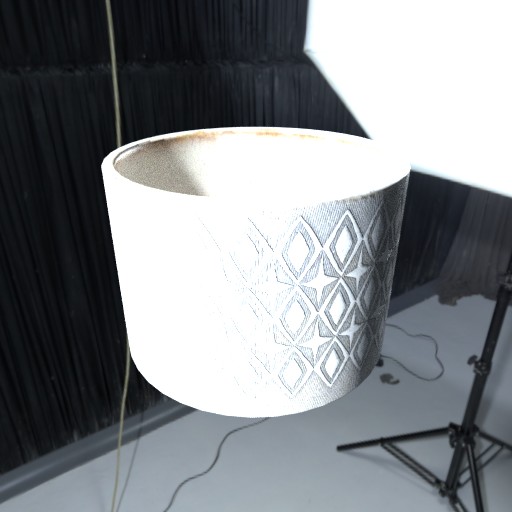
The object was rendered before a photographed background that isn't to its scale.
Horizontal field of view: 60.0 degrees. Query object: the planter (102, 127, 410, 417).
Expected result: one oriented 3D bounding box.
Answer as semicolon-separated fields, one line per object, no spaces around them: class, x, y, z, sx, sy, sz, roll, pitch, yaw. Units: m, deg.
planter;0.000;0.000;0.311;0.186;0.144;0.186;0;26;0
